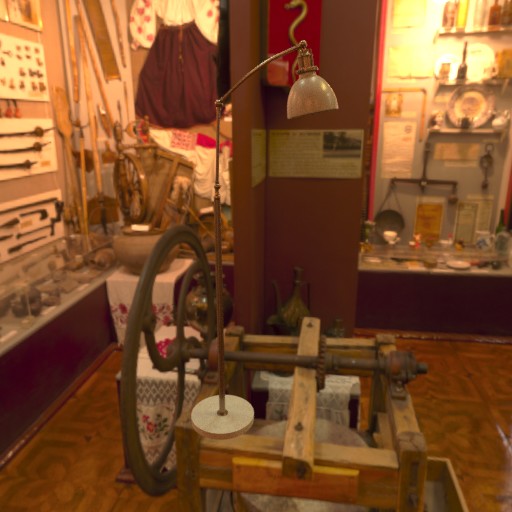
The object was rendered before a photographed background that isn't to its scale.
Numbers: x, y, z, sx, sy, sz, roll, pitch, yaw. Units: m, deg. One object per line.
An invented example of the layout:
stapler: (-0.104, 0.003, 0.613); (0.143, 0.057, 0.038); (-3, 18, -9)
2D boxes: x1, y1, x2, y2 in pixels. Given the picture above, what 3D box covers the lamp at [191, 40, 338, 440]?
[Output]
lamp: (0.000, 0.000, 1.799); (0.599, 1.586, 0.288); (3, 17, 10)
